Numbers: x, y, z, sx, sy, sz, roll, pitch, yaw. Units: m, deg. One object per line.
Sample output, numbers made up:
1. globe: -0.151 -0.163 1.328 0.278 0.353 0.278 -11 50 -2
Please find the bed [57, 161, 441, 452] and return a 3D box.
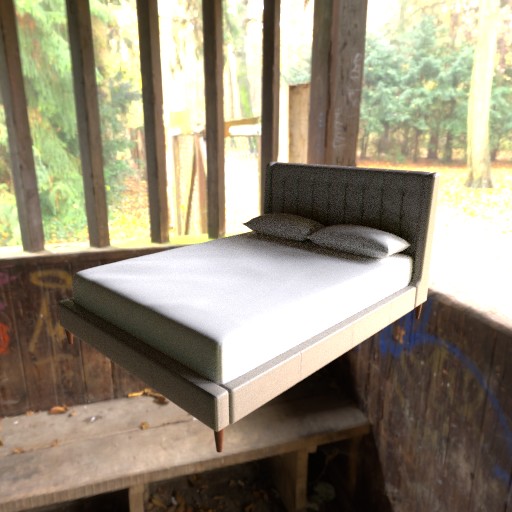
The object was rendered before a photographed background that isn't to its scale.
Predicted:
1. bed: 0.000 0.000 3.186 1.656 1.147 2.232 15 22 42
